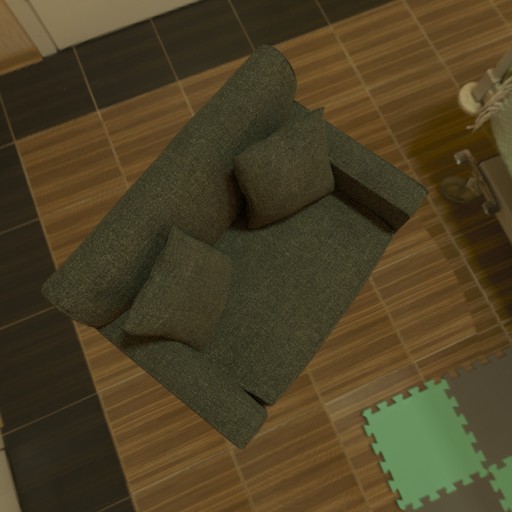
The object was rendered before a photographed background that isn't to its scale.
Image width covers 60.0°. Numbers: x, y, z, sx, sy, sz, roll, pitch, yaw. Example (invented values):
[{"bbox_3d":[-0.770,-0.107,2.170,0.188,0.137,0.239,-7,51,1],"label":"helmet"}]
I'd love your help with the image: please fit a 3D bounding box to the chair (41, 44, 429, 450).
[{"bbox_3d":[0.000,0.000,2.078,1.000,0.948,1.383,37,78,9],"label":"chair"}]
